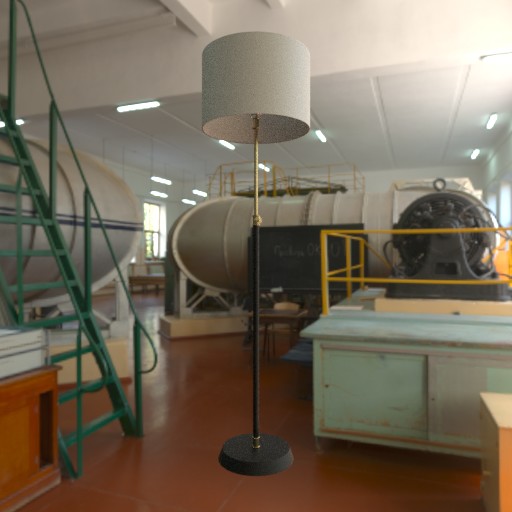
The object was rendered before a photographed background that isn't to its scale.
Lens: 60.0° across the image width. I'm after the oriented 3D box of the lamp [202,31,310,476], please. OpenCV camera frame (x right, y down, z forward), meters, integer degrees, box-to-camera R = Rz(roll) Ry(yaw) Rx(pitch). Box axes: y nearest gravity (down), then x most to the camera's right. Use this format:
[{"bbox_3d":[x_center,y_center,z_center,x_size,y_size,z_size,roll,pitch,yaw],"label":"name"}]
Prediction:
[{"bbox_3d":[0.000,0.000,1.668,0.404,1.517,0.404,0,0,-35],"label":"lamp"}]
